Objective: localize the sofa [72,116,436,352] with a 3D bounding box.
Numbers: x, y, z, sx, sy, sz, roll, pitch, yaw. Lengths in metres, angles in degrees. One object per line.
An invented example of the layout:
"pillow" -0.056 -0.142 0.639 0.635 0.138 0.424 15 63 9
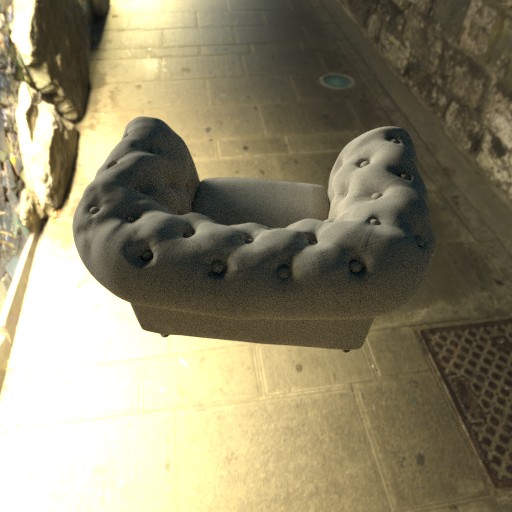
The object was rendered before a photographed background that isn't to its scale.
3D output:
"sofa" 0.000 0.000 2.026 1.405 0.878 1.034 4 46 4
